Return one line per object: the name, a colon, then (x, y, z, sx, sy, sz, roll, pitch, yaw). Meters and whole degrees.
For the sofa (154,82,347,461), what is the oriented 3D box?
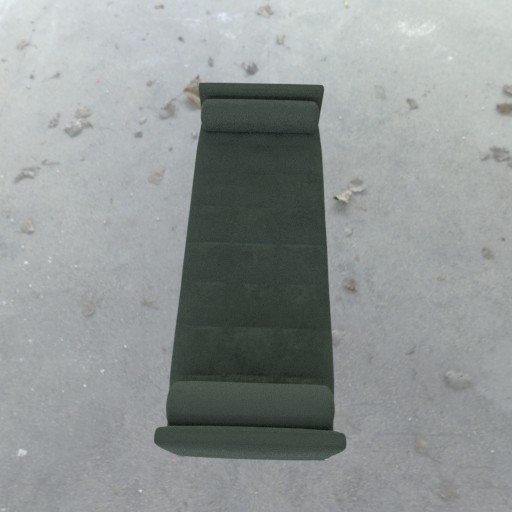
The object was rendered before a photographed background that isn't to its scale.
sofa: (0.000, 0.000, 2.531, 0.797, 0.657, 2.102, 1, 62, 1)
